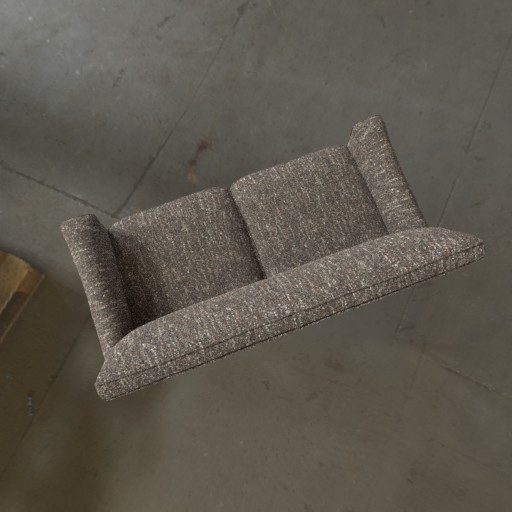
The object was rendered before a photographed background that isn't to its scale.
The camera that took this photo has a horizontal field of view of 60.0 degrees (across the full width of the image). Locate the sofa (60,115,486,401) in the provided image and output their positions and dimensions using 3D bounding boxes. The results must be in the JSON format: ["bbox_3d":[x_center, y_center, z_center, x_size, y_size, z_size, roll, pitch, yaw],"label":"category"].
[{"bbox_3d":[0.000,0.000,2.030,1.519,0.946,0.801,-20,77,-5],"label":"sofa"}]
